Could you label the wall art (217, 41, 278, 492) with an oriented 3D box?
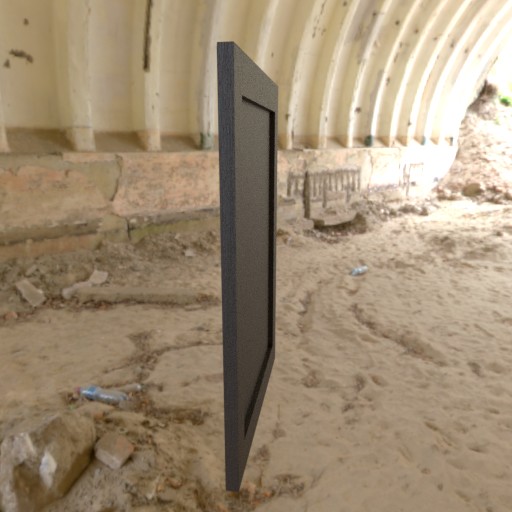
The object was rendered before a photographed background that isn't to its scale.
[{"bbox_3d":[0.000,0.000,0.658,0.017,0.513,0.359,2,15,9],"label":"wall art"}]
